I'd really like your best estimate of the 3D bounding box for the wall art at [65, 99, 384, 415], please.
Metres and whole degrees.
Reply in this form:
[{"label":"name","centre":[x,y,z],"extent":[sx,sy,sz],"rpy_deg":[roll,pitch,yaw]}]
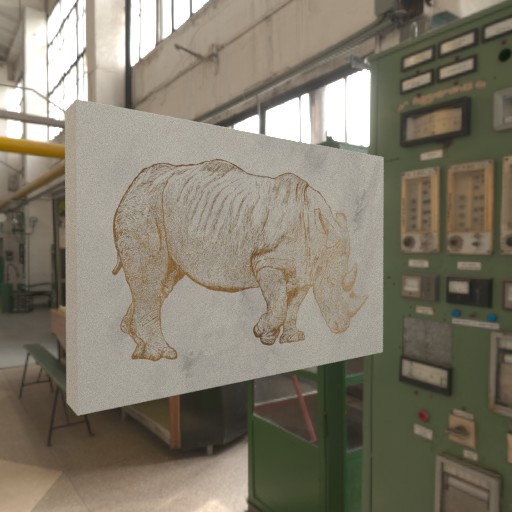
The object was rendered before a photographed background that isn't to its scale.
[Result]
[{"label":"wall art","centre":[0.000,0.000,0.482],"extent":[0.381,0.254,0.038],"rpy_deg":[-1,1,-36]}]
